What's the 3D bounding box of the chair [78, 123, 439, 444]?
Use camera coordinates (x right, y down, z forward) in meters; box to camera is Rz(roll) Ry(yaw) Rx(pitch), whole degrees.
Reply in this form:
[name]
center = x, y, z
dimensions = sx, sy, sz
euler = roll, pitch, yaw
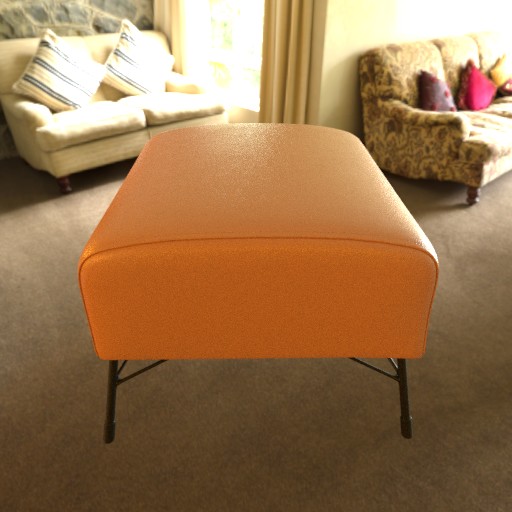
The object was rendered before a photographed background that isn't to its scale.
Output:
[chair]
center = 0.000, 0.000, 0.867
dimensions = 0.530, 0.410, 0.530
euler = -1, 32, -1
